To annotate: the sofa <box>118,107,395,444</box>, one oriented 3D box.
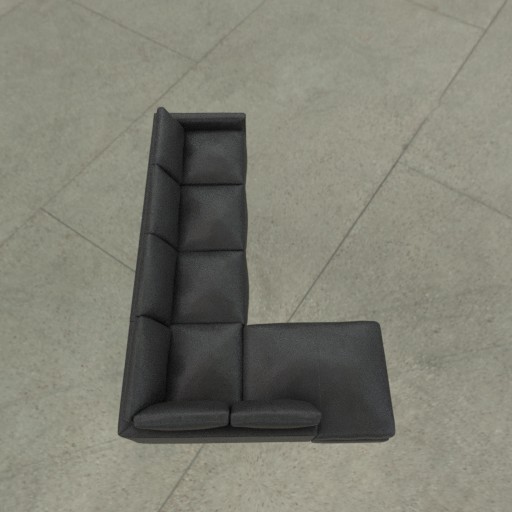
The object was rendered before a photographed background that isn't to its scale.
[{"bbox_3d":[0.000,0.000,3.840,1.938,0.877,2.984,-1,63,0],"label":"sofa"}]
